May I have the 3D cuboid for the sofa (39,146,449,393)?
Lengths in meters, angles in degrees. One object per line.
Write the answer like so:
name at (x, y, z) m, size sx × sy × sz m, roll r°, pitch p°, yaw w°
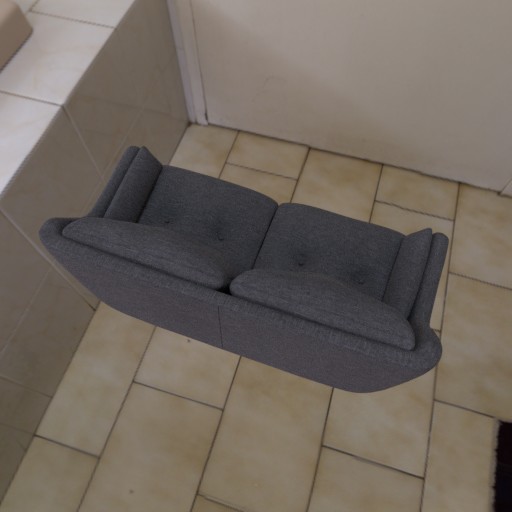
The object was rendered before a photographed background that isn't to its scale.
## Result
sofa at (0.000, 0.000, 2.440) m, size 1.929 × 0.896 × 0.975 m, roll 17°, pitch 64°, yaw 9°
